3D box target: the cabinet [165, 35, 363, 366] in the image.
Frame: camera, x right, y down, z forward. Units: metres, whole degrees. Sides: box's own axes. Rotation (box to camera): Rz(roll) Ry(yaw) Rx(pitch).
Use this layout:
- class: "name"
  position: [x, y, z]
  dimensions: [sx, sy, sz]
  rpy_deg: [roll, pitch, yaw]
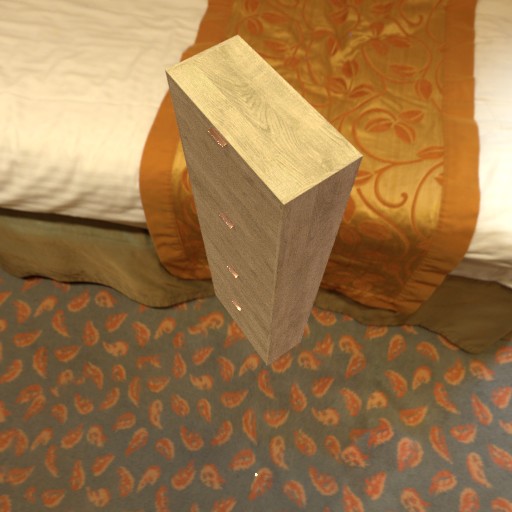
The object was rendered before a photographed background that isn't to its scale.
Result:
- class: "cabinet"
  position: [0.000, 0.000, 1.837]
  dimensions: [0.250, 1.630, 0.520]
  rpy_deg: [-33, 68, -15]
